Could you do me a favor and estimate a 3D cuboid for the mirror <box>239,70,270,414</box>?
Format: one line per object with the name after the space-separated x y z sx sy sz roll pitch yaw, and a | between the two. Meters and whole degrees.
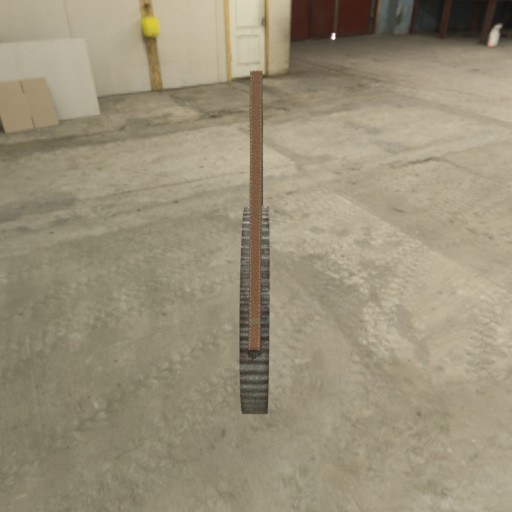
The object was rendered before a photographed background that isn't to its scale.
0.000 0.000 0.725 0.042 0.568 0.355 0 32 1 | mirror
